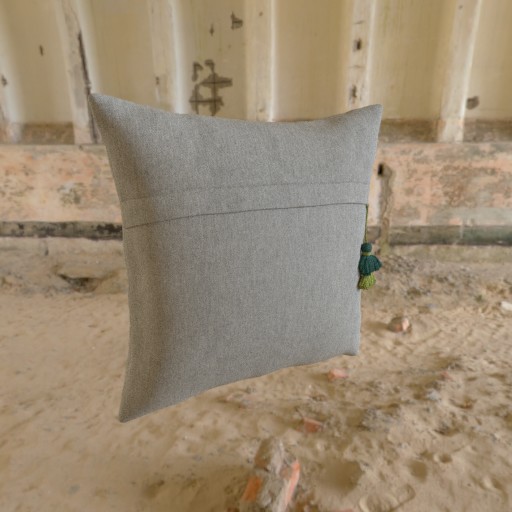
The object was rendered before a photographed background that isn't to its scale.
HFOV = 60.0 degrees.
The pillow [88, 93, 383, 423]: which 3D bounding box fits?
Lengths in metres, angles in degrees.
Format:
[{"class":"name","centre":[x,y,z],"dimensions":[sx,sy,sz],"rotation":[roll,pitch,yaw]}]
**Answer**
[{"class":"pillow","centre":[0.000,0.000,0.655],"dimensions":[0.433,0.436,0.173],"rotation":[-8,18,-27]}]
